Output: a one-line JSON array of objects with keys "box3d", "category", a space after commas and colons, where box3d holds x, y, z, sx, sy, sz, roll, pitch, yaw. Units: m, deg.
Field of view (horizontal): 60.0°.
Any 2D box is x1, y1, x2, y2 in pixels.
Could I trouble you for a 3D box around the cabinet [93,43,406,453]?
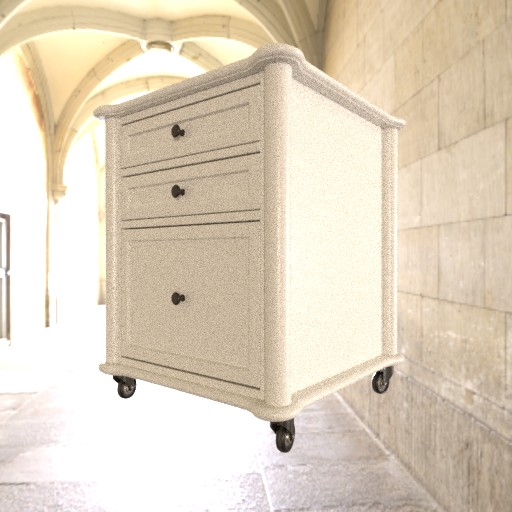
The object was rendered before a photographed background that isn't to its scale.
[{"box3d": [0.000, 0.000, 1.199, 0.628, 0.761, 0.627, 0, 0, 38], "category": "cabinet"}]
